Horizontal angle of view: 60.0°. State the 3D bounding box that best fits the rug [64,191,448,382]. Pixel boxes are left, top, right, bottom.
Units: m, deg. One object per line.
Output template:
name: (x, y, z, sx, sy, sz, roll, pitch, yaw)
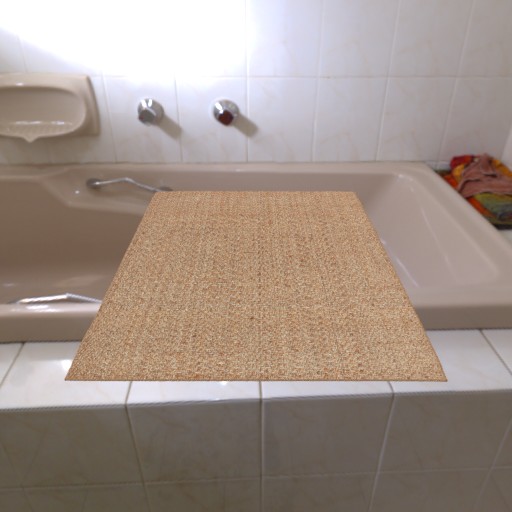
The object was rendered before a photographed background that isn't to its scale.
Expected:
rug: (0.000, 0.000, 4.083, 2.439, 0.013, 3.048, 0, 31, 0)
